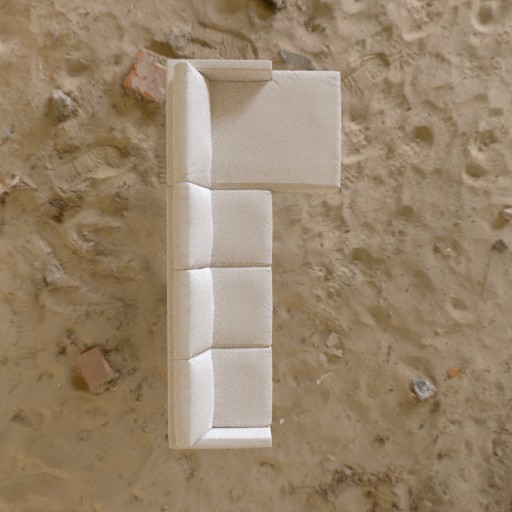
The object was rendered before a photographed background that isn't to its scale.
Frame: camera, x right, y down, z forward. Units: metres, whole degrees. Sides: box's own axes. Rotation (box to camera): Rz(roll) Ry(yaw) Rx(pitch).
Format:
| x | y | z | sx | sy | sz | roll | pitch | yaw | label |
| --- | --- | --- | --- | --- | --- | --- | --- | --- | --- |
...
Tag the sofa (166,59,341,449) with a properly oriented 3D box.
| x | y | z | sx | sy | sz | roll | pitch | yaw | label |
| --- | --- | --- | --- | --- | --- | --- | --- | --- | --- |
| 0.000 | 0.000 | 4.196 | 1.606 | 0.954 | 3.471 | 0 | 92 | -1 | sofa |
